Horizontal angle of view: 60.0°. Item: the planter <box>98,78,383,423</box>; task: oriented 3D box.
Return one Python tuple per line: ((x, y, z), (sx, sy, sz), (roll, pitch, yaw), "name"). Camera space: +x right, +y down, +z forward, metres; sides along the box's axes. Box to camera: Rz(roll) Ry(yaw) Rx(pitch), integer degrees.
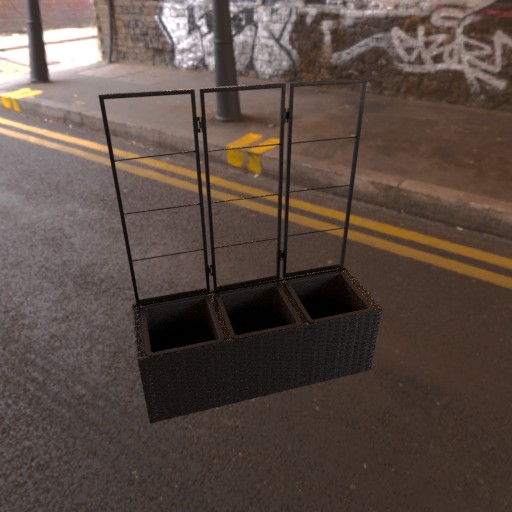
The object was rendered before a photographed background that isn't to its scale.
((0.000, 0.000, 1.204), (0.698, 0.841, 0.244), (-9, 33, -14), "planter")
